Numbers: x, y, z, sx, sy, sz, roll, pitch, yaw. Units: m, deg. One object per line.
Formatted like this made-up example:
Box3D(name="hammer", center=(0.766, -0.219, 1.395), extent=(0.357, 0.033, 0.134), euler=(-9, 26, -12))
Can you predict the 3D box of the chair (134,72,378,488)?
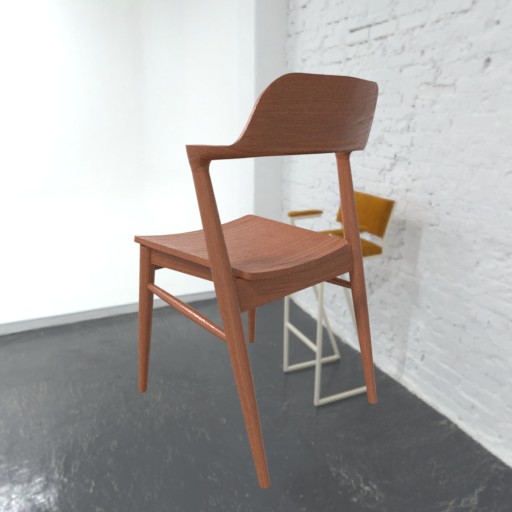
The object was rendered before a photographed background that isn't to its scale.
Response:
Box3D(name="chair", center=(0.000, 0.000, 1.107), extent=(0.496, 0.801, 0.499), euler=(-15, 22, -42))
